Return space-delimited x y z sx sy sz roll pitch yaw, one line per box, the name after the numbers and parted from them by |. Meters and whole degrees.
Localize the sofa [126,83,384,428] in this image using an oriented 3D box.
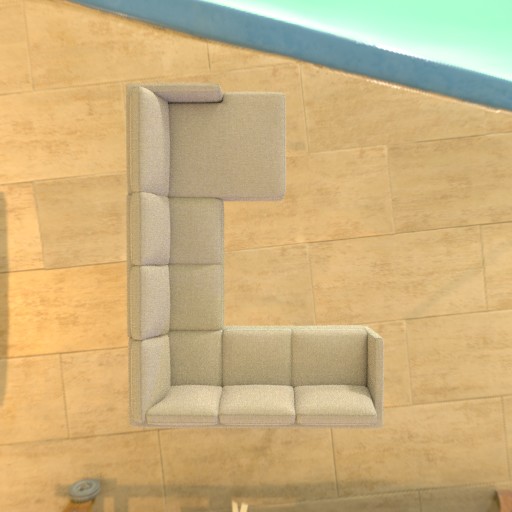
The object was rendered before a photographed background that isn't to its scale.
0.000 0.000 4.572 2.551 0.889 3.403 0 91 0 | sofa
